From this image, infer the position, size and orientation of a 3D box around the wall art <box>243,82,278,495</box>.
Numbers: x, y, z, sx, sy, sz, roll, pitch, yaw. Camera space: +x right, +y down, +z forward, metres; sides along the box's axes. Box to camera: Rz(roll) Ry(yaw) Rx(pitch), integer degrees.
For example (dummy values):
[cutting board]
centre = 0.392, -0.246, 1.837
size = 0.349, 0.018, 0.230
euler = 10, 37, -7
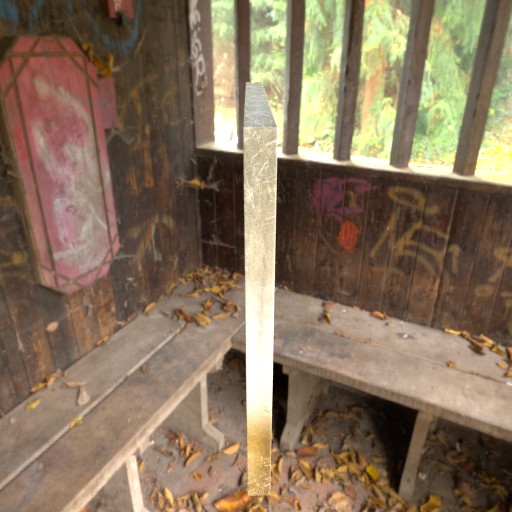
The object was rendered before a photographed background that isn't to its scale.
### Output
[wall art]
centre = 0.000, 0.000, 0.895
size = 0.038, 0.610, 0.610
euler = 0, 26, -1
